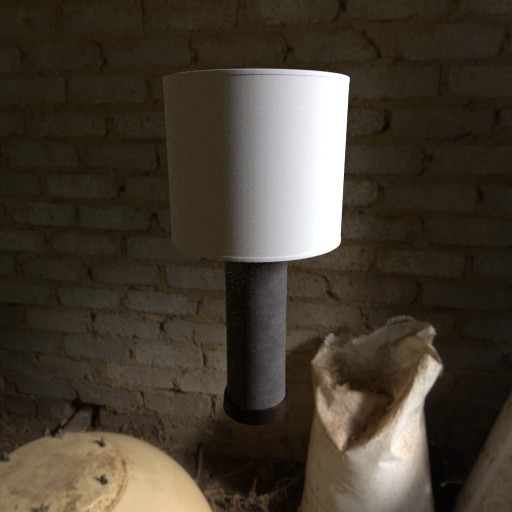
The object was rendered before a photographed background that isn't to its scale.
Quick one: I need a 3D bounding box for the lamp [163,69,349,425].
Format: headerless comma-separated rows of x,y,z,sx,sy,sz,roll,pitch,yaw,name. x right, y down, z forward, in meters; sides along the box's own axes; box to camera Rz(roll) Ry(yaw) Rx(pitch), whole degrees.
0.000,0.000,0.812,0.301,0.630,0.301,-8,18,-26,lamp
